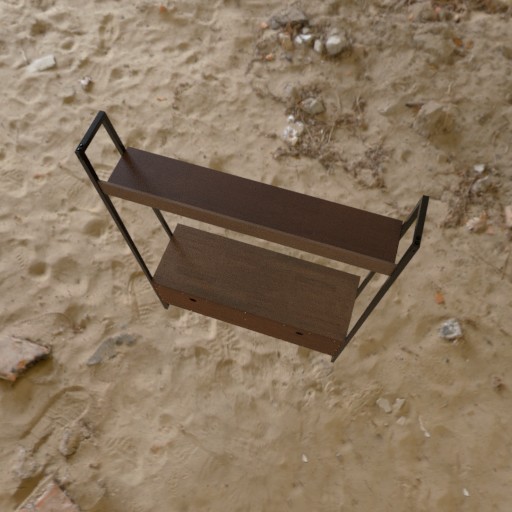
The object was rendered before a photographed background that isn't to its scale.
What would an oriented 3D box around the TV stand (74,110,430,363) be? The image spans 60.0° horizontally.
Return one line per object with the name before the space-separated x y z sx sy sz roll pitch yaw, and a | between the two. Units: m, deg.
TV stand | 0.000 0.000 2.398 1.250 1.772 0.432 16 66 8
